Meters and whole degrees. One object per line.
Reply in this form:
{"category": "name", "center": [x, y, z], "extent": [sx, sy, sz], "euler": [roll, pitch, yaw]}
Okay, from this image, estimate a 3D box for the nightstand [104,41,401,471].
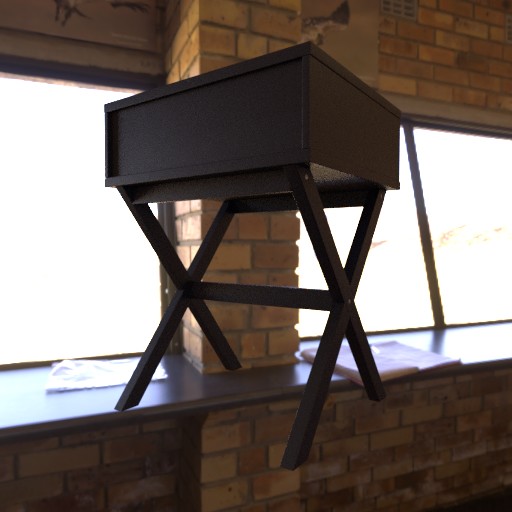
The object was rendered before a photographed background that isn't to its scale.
{"category": "nightstand", "center": [0.000, 0.000, 0.935], "extent": [0.479, 0.623, 0.402], "euler": [1, 2, 36]}
